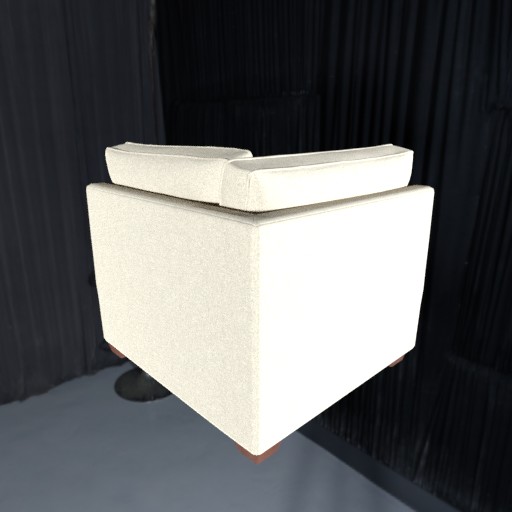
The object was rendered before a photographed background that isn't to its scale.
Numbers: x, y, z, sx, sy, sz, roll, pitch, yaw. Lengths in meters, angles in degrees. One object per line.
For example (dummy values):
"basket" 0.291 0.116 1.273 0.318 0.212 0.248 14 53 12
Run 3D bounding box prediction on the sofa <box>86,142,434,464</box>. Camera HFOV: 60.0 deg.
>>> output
"sofa" 0.000 0.000 2.027 1.084 1.002 1.146 -15 22 -41
